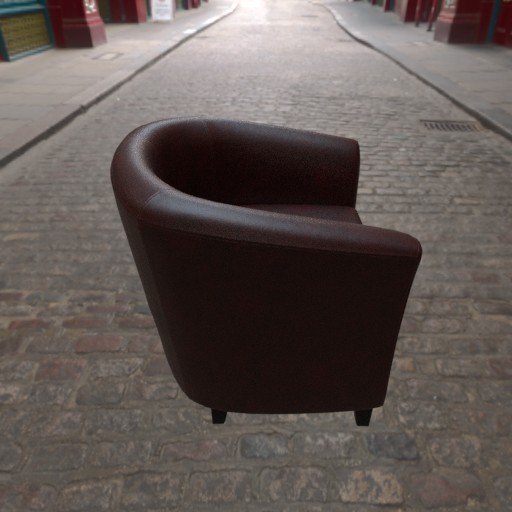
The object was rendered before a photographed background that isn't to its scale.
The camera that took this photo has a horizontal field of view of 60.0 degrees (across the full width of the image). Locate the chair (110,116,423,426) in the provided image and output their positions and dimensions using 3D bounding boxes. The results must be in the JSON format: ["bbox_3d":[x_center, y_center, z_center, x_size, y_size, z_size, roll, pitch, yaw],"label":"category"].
[{"bbox_3d":[0.000,0.000,1.374,0.727,0.756,0.792,0,31,1],"label":"chair"}]
